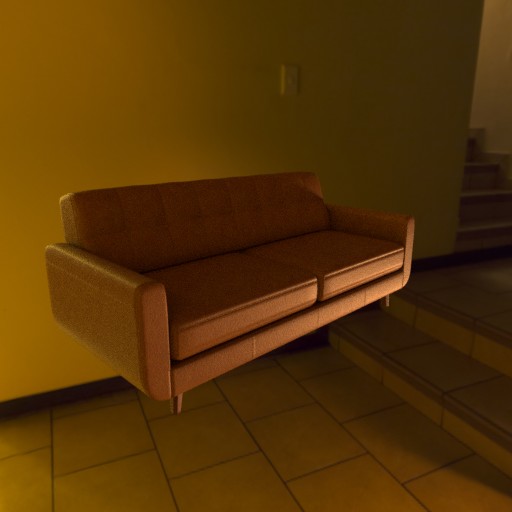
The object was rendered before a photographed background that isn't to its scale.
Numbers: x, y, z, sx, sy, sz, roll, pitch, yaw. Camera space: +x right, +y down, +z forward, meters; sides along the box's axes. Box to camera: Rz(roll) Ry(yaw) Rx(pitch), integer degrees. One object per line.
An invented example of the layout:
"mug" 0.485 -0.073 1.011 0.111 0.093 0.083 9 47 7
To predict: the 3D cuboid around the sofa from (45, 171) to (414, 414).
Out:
"sofa" 0.000 0.000 2.679 2.137 0.892 0.980 -15 21 -43
